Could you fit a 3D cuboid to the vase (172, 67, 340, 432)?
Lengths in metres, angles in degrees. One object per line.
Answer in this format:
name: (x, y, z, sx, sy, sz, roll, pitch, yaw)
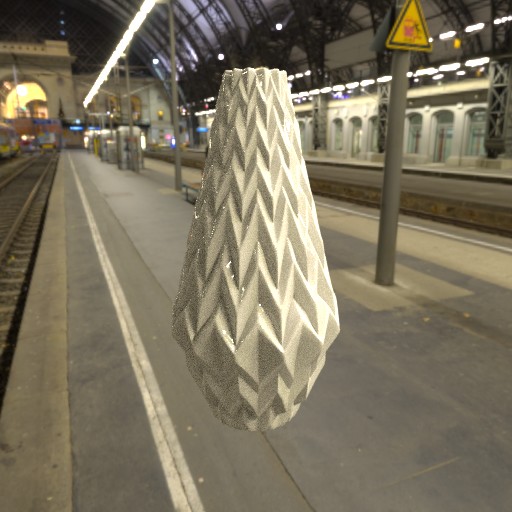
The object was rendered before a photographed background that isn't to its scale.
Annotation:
vase: (0.000, 0.000, 0.424, 0.167, 0.328, 0.167, 0, 15, 0)
